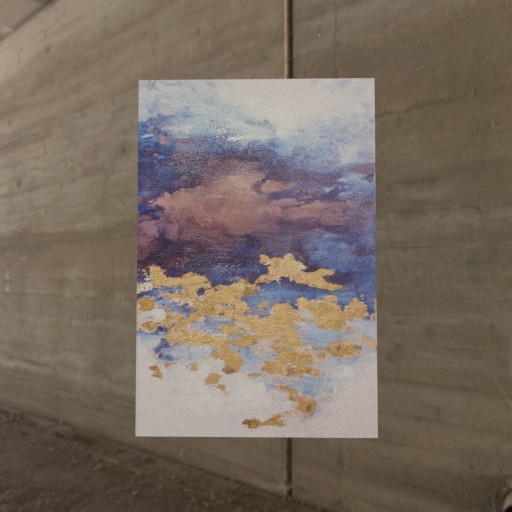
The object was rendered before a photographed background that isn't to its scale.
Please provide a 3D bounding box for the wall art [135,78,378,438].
[{"bbox_3d":[0.000,0.000,1.104,0.583,0.874,0.048,0,-2,1],"label":"wall art"}]
